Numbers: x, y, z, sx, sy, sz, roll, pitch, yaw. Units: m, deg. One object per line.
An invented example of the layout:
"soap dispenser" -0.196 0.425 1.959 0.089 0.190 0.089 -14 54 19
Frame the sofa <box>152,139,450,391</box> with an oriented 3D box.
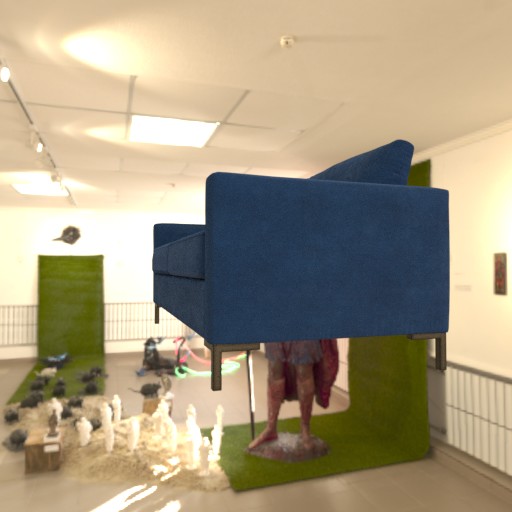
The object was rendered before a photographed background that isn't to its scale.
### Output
"sofa" 0.000 0.000 2.163 0.875 0.817 1.676 0 -2 -19
